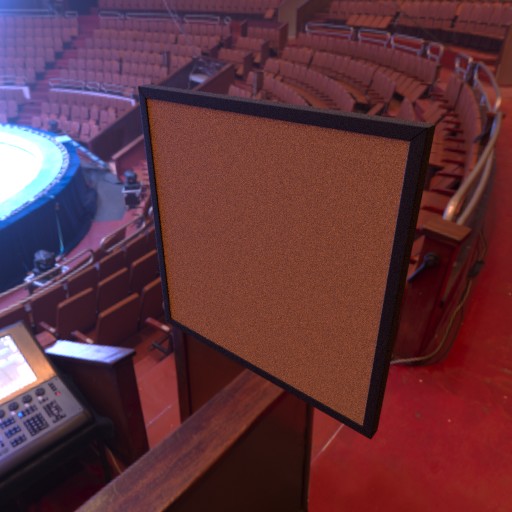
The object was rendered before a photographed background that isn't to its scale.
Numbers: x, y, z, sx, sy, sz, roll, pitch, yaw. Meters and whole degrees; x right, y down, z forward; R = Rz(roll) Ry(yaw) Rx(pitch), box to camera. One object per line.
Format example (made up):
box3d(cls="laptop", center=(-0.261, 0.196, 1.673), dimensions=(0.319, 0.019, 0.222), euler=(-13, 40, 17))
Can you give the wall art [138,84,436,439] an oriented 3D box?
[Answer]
box3d(cls="wall art", center=(0.000, 0.000, 1.138), dimensions=(0.763, 0.763, 0.037), euler=(21, 35, 33))
